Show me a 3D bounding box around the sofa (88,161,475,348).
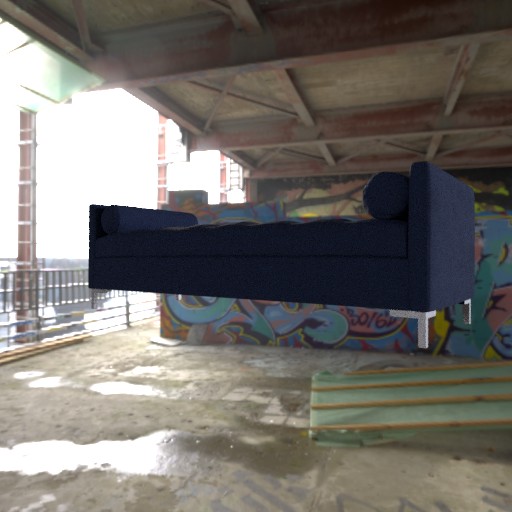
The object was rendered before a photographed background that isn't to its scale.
[{"bbox_3d":[0.000,0.000,2.461,2.102,0.657,0.797,0,0,37],"label":"sofa"}]
